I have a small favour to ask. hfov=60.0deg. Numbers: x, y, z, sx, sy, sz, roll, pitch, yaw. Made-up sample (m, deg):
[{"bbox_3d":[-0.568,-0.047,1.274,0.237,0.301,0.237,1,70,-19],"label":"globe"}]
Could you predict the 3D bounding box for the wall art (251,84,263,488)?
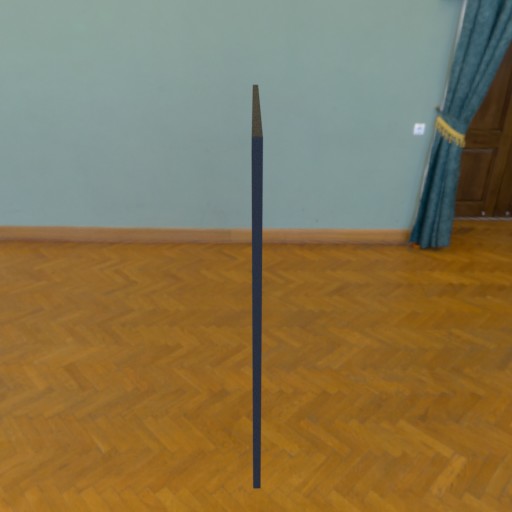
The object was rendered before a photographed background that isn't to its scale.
[{"bbox_3d":[0.000,0.000,0.841,0.012,0.558,0.562,0,26,0],"label":"wall art"}]
